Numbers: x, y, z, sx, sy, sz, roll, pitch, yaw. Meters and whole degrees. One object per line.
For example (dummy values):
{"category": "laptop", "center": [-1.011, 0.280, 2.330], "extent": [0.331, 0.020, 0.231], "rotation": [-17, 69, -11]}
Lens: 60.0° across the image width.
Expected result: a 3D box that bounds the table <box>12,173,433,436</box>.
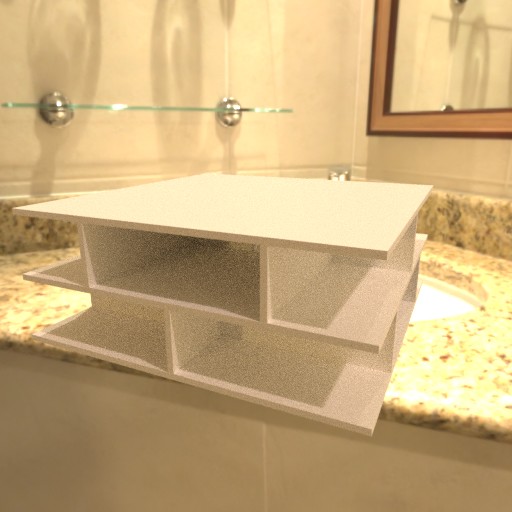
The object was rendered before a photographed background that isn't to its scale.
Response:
{"category": "table", "center": [0.000, 0.000, 1.047], "extent": [0.700, 0.289, 0.700], "rotation": [8, 18, 24]}
